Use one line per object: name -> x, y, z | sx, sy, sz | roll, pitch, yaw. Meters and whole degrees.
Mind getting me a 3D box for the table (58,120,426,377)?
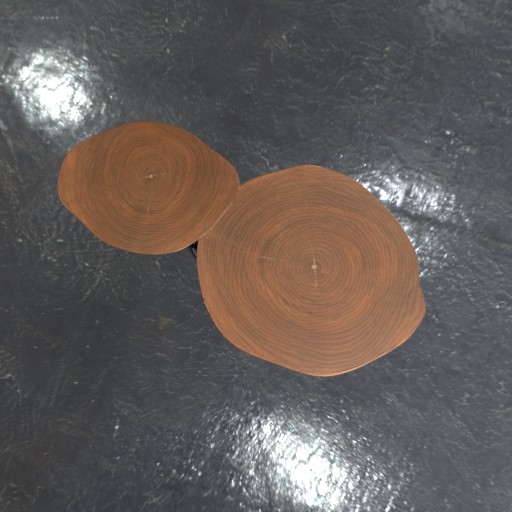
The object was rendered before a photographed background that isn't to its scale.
table -> 0.000, 0.000, 1.062 | 0.759, 0.538, 0.442 | 21, 77, 5
